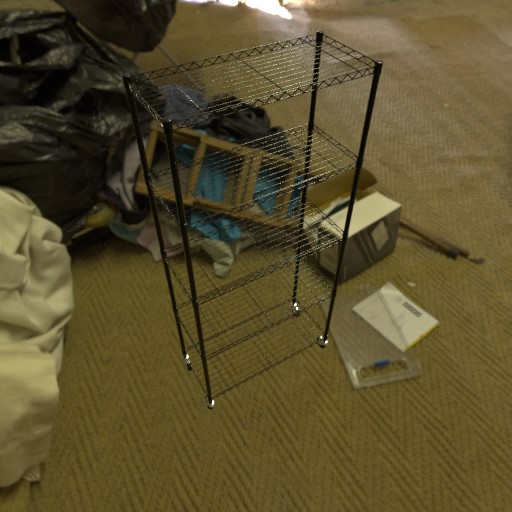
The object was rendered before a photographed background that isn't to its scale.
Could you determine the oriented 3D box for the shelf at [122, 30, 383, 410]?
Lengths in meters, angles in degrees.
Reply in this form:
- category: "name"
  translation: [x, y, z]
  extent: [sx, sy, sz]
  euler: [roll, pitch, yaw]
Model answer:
- category: "shelf"
  translation: [0.000, 0.000, 1.948]
  extent: [0.762, 1.645, 0.356]
  euler: [-23, 50, -21]
